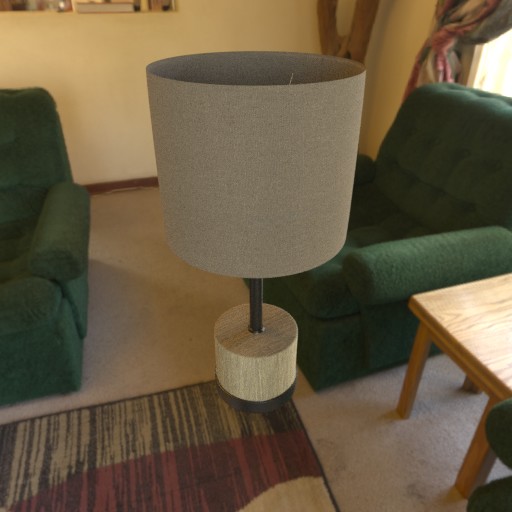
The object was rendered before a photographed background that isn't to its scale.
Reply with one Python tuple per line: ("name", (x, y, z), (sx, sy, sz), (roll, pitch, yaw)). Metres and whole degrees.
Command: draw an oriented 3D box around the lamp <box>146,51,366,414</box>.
("lamp", (0.000, 0.000, 0.588), (0.229, 0.470, 0.229), (-20, 37, -29))
